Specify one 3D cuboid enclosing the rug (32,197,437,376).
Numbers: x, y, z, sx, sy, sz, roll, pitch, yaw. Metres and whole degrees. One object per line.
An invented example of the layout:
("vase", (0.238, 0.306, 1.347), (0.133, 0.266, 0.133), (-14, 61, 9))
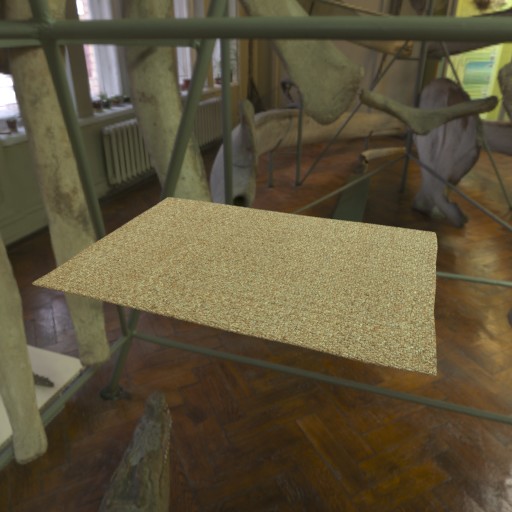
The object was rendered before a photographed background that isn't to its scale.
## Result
("rug", (0.000, 0.000, 2.778), (2.141, 0.013, 1.566), (9, 28, 17))
